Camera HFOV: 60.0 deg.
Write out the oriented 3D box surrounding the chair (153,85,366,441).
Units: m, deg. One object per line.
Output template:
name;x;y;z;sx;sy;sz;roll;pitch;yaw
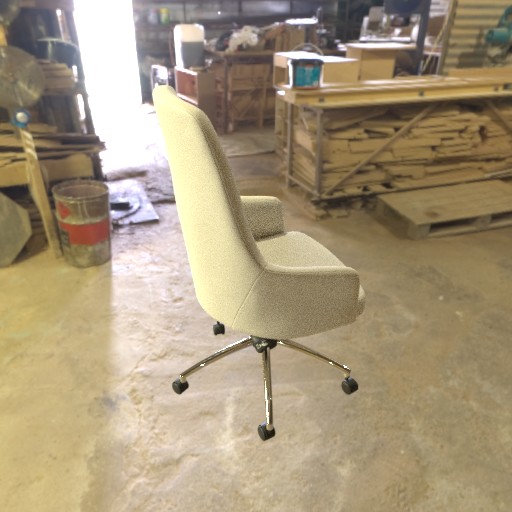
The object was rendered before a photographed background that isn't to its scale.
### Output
chair;0.000;0.000;1.459;0.640;1.049;0.620;-10;31;-18
